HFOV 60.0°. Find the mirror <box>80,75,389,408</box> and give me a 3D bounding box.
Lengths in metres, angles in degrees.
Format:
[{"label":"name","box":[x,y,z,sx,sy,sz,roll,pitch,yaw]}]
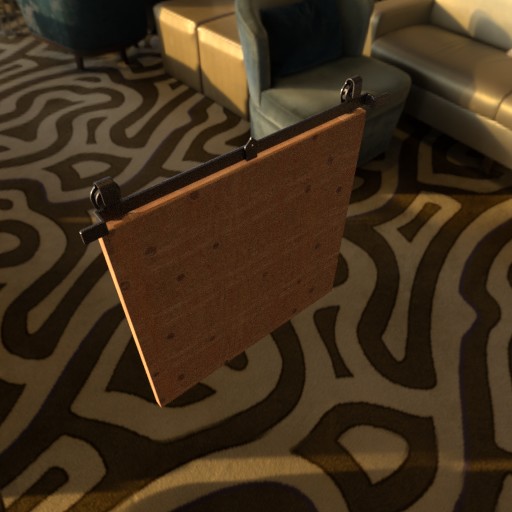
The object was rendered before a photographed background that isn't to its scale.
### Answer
[{"label":"mirror","box":[0.000,0.000,1.187,0.805,0.800,0.054,-30,53,-26]}]
